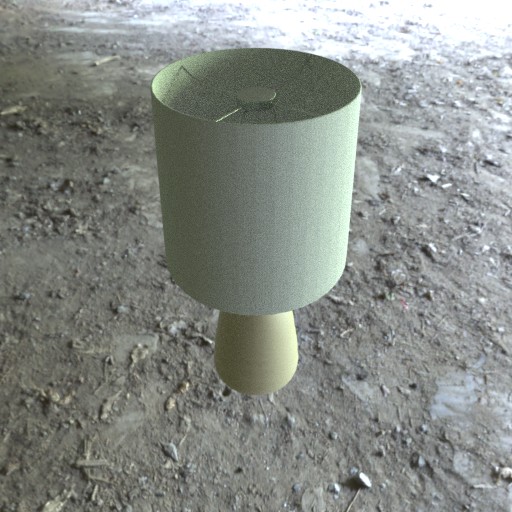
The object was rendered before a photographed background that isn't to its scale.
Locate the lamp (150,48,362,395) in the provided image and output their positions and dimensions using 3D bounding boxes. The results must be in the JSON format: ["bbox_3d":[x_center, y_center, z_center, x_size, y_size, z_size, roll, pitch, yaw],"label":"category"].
[{"bbox_3d":[0.000,0.000,0.470,0.186,0.369,0.186,0,41,0],"label":"lamp"}]
